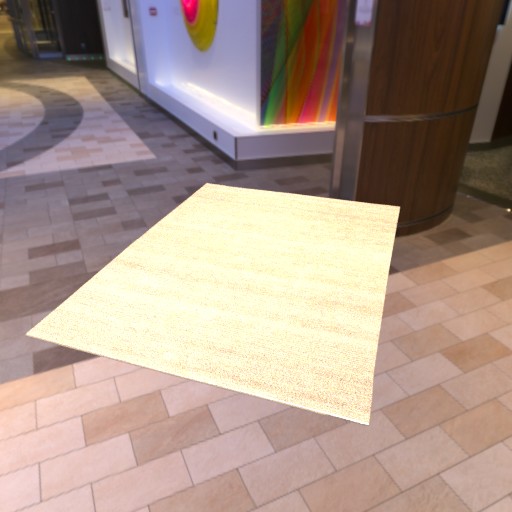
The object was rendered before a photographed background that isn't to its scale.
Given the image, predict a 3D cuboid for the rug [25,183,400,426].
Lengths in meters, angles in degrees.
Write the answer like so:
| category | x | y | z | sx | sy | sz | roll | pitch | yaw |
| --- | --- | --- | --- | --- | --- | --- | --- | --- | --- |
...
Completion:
| category | x | y | z | sx | sy | sz | roll | pitch | yaw |
| --- | --- | --- | --- | --- | --- | --- | --- | --- | --- |
| rug | 0.000 | 0.000 | 4.199 | 2.467 | 0.046 | 3.245 | 10 | 32 | 16 |
